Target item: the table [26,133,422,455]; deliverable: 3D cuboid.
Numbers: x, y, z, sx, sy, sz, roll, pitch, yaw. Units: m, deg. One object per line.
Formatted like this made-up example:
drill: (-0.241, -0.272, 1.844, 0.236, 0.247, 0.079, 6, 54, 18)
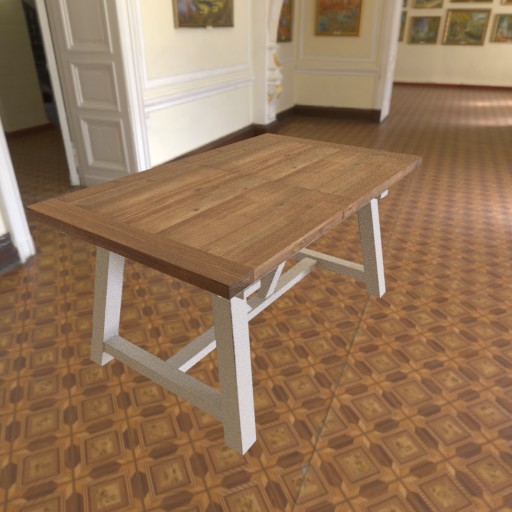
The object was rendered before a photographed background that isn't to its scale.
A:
table: (0.000, 0.000, 2.036, 0.922, 0.743, 1.503, 18, 32, 31)
